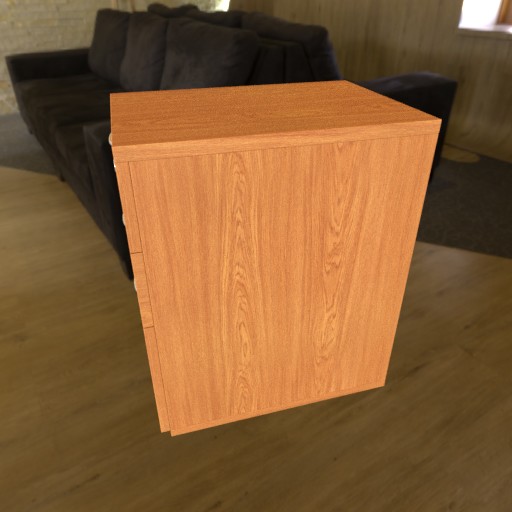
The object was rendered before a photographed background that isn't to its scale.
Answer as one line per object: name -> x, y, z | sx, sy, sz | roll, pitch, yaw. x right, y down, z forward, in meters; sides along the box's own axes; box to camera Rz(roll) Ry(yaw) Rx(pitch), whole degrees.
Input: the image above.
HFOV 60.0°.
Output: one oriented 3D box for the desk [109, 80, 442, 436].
desk -> 0.000, 0.000, 1.106 | 0.600, 0.730, 0.404 | -9, 33, -14
